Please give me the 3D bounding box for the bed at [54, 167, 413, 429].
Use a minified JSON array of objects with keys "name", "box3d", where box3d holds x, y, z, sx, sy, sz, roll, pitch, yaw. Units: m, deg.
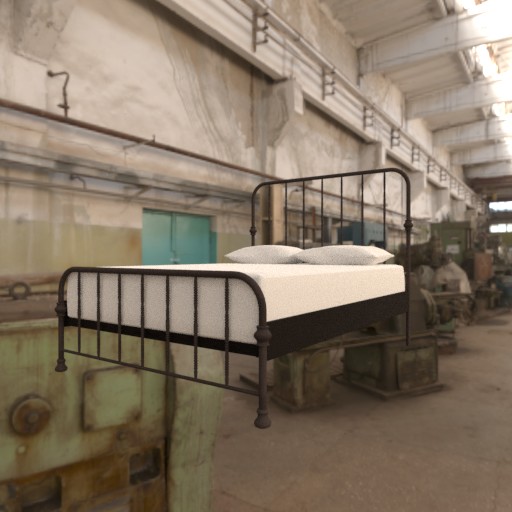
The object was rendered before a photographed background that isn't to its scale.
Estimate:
[{"name":"bed","box3d":[0.000,0.000,3.171,1.616,1.446,2.134,0,0,36]}]
